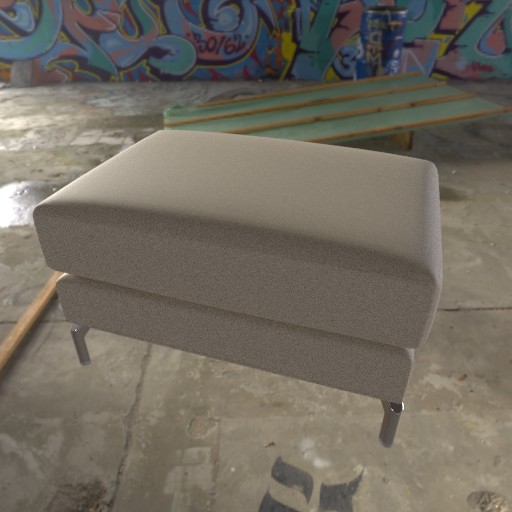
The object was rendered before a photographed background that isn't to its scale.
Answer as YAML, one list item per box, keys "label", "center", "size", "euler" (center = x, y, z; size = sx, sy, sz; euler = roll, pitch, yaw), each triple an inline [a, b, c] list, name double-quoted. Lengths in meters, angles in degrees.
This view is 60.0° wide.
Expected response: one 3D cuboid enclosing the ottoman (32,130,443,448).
- label: "ottoman"
  center: [0.000, 0.000, 1.159]
  size: [0.835, 0.497, 0.581]
  euler: [10, 34, 15]
